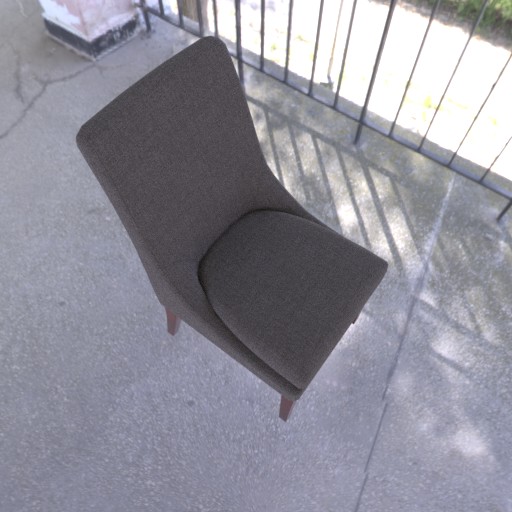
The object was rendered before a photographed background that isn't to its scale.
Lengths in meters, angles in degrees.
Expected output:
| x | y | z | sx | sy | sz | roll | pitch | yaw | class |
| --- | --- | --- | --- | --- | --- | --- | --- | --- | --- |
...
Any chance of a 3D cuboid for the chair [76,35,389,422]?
| x | y | z | sx | sy | sz | roll | pitch | yaw | class |
| --- | --- | --- | --- | --- | --- | --- | --- | --- | --- |
| 0.000 | 0.000 | 1.310 | 0.655 | 0.952 | 0.508 | 33 | 65 | 18 | chair |
